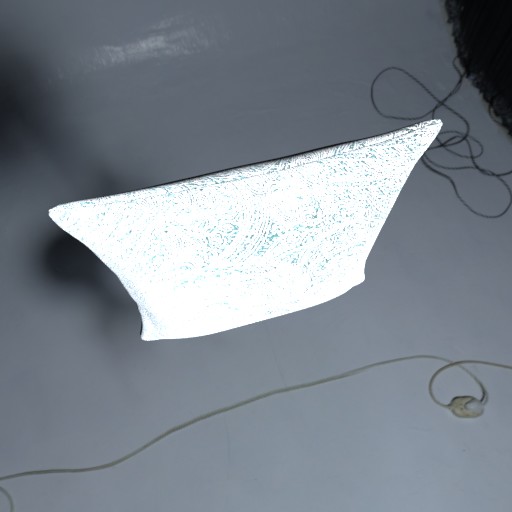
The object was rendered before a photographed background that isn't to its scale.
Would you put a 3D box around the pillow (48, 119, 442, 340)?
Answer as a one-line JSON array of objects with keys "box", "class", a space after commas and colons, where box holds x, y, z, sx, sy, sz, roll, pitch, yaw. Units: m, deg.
[{"box": [0.000, 0.000, 0.788, 0.526, 0.507, 0.166, -14, 64, -7], "class": "pillow"}]
